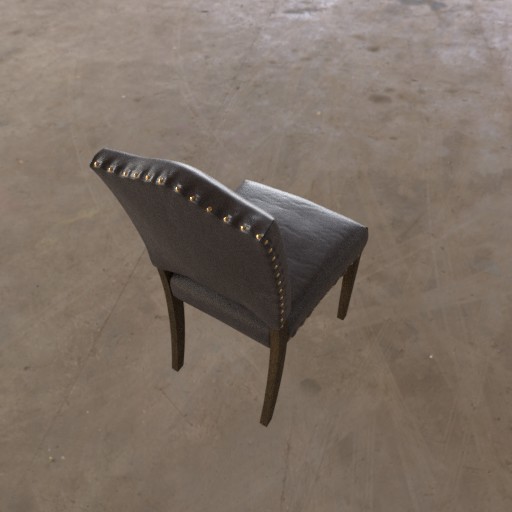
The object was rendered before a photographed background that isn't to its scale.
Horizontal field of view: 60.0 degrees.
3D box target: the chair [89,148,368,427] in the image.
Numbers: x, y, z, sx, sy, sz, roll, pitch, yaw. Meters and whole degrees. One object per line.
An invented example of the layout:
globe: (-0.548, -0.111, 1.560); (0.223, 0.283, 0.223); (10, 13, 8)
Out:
chair: (0.000, 0.000, 1.350); (0.500, 0.991, 0.633); (25, 52, 21)
